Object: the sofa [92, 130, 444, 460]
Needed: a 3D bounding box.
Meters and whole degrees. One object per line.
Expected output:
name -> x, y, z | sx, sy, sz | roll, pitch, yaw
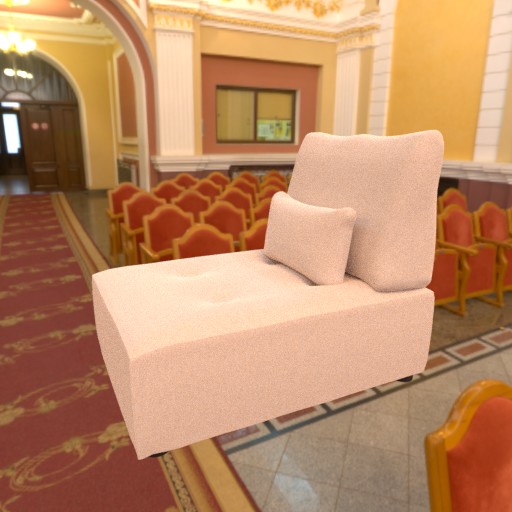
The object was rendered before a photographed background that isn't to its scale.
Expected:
sofa -> 0.000, 0.000, 1.504 | 1.000, 0.820, 0.700 | -7, 17, -25
